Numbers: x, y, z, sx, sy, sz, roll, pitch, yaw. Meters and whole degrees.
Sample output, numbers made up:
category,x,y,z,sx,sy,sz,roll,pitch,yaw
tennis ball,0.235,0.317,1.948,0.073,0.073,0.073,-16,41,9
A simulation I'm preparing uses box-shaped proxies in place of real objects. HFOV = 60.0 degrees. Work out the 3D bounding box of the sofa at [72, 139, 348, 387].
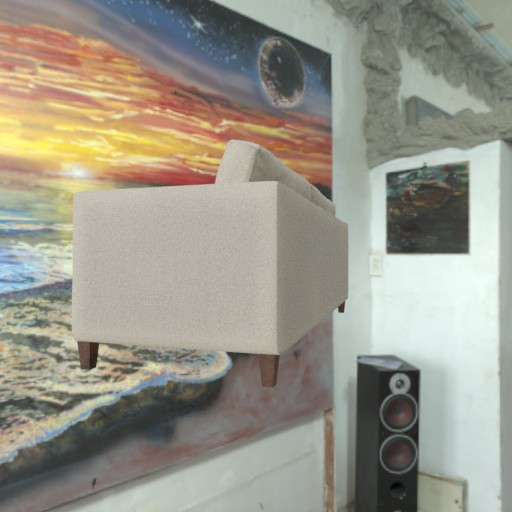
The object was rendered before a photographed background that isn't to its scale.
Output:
category,x,y,z,sx,sy,sz,roll,pitch,yaw
sofa,0.000,0.000,2.857,0.951,0.968,2.361,0,0,18
